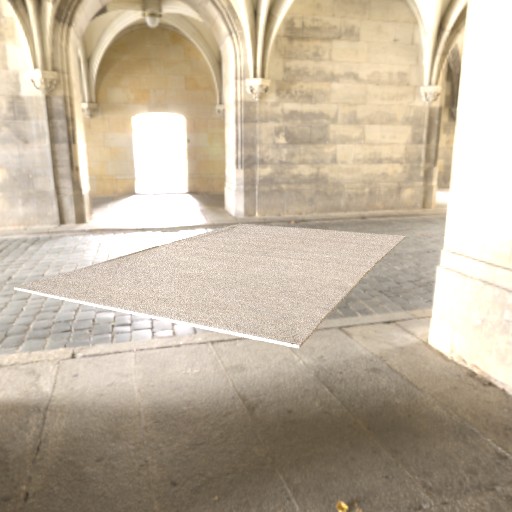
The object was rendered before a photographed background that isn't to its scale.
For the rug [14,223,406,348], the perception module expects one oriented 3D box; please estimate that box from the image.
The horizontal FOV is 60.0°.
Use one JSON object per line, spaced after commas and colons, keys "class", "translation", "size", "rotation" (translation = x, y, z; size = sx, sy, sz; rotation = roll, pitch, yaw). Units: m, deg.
{"class": "rug", "translation": [0.000, 0.000, 2.234], "size": [1.179, 0.022, 1.820], "rotation": [7, 15, 26]}
